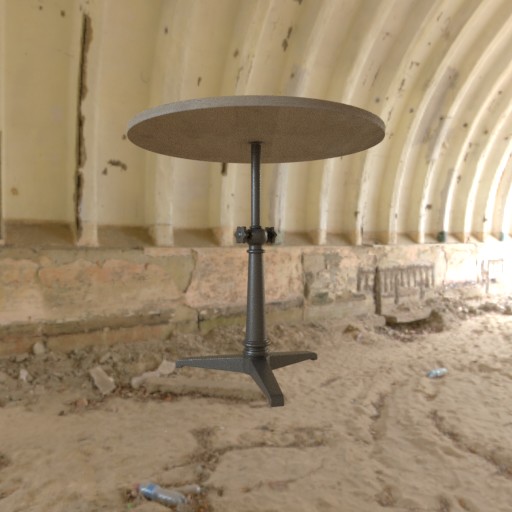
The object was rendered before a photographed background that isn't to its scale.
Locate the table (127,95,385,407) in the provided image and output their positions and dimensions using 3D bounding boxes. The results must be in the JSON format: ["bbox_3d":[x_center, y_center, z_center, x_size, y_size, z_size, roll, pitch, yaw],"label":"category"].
[{"bbox_3d":[0.000,0.000,1.443,0.800,0.780,0.800,0,2,0],"label":"table"}]
